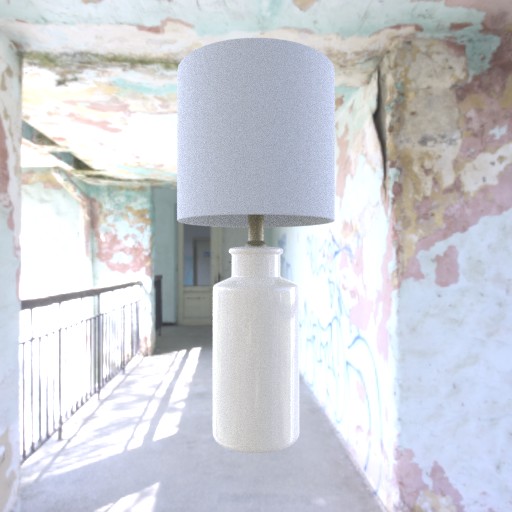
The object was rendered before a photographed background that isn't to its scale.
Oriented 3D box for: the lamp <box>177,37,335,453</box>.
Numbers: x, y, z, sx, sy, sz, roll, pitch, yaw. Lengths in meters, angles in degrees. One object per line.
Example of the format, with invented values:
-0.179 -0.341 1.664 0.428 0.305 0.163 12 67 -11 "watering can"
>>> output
0.000 0.000 0.605 0.212 0.493 0.212 0 0 -1 "lamp"
